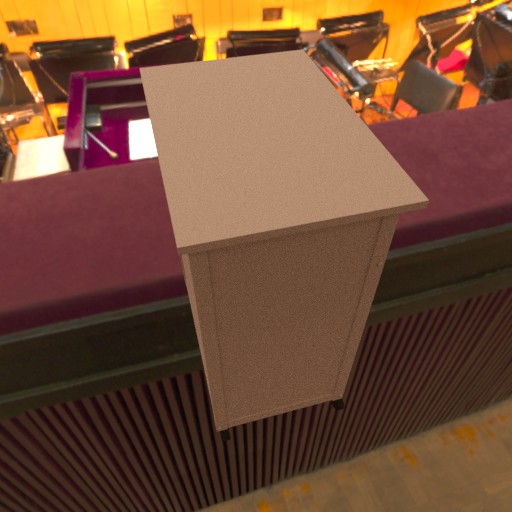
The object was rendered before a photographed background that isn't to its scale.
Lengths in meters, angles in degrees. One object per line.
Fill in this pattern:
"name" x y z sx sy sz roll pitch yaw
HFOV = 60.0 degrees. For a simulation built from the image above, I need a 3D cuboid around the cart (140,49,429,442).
"cart" 0.000 0.000 1.275 0.442 0.864 0.683 -11 48 -10
